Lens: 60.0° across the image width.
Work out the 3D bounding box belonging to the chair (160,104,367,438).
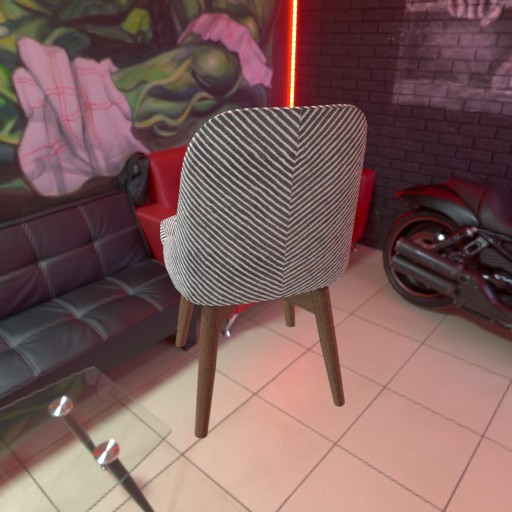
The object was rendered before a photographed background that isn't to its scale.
[{"bbox_3d":[0.000,0.000,1.259,0.504,0.883,0.591,-7,27,-15],"label":"chair"}]
